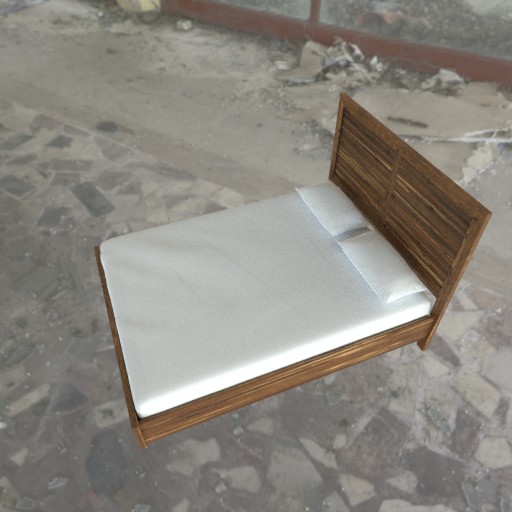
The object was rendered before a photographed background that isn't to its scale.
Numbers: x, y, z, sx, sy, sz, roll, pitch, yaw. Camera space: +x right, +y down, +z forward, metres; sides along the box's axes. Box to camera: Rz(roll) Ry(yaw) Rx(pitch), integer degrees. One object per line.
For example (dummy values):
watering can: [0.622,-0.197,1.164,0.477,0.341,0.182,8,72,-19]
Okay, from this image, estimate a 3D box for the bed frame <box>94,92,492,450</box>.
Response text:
bed frame: [0.000,0.000,3.318,2.276,1.417,1.696,-16,47,-15]
